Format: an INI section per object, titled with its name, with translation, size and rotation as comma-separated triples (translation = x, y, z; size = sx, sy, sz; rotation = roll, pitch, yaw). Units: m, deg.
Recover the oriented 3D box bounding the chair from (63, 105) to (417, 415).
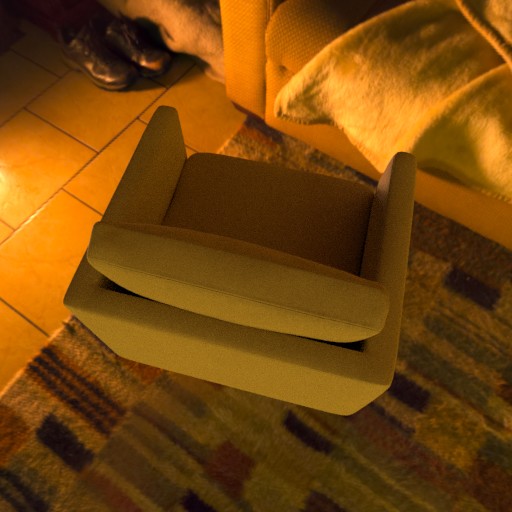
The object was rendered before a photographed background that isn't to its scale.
[chair]
translation = 0.000, 0.000, 1.825
size = 1.107, 0.961, 0.959
rotation = 13, 64, 6
